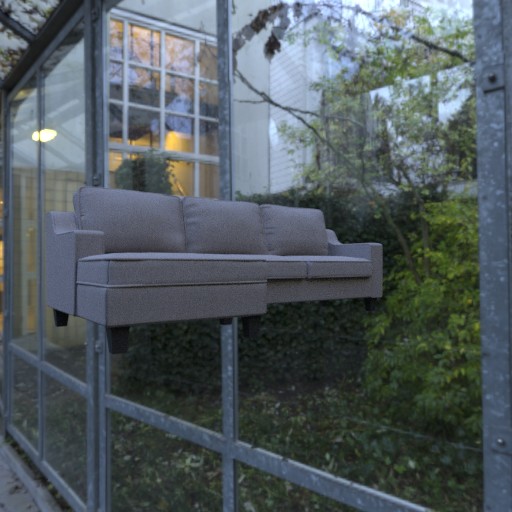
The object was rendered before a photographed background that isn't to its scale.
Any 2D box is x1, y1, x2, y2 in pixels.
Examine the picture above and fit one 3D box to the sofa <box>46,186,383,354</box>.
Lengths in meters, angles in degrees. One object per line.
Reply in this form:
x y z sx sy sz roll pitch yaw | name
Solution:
0.000 0.000 3.198 2.561 0.928 1.294 1 -1 -36 | sofa
